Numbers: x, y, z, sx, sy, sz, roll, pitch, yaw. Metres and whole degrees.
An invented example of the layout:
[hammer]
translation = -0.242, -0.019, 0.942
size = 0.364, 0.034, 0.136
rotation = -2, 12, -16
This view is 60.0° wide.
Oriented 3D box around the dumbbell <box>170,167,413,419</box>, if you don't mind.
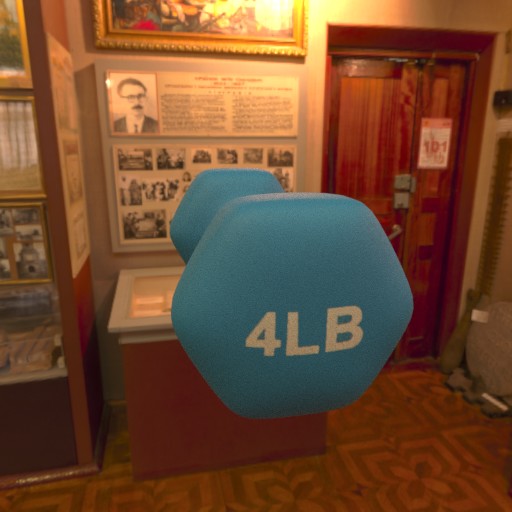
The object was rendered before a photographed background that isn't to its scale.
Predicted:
[dumbbell]
translation = 0.000, 0.000, 0.189
size = 0.074, 0.066, 0.152
rotation = -3, 15, -10
